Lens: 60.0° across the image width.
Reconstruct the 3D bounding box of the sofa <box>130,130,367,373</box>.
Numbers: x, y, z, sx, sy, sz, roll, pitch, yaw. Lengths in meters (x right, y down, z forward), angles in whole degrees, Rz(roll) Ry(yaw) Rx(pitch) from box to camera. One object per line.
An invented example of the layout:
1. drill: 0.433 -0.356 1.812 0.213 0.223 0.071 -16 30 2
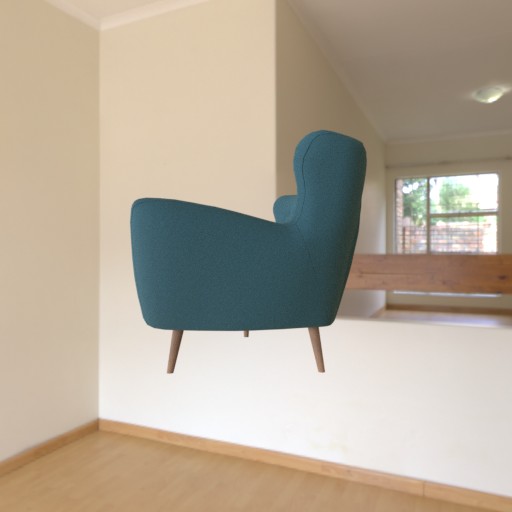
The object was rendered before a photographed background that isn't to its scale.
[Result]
1. sofa: 0.000 0.000 2.428 0.889 0.890 1.930 0 0 0
